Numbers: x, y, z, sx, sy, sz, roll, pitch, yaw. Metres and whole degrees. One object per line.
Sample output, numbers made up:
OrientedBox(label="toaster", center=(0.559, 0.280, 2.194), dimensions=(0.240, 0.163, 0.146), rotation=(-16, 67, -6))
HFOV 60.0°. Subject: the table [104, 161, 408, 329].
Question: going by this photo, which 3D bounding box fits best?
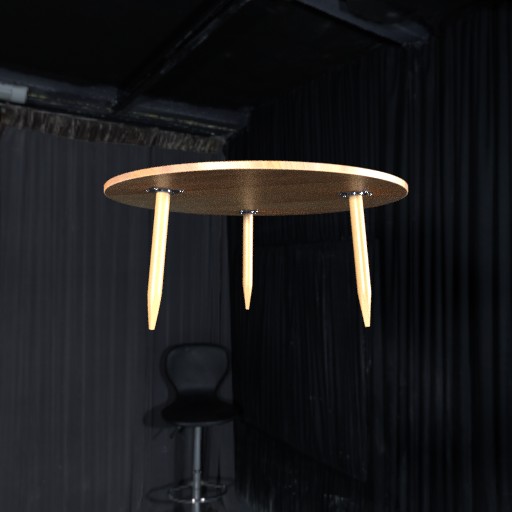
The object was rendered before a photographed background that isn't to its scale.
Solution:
OrientedBox(label="table", center=(0.000, 0.000, 1.385), dimensions=(0.900, 0.400, 0.900), rotation=(0, -1, 0))
